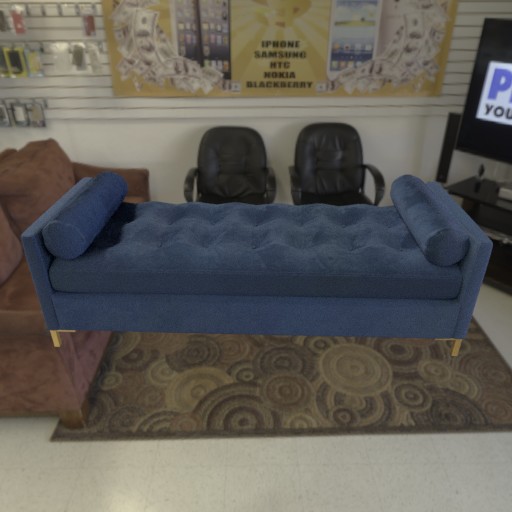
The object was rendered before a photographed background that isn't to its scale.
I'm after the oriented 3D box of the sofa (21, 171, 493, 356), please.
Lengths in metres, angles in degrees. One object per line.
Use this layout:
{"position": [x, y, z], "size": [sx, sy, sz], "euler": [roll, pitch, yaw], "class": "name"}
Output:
{"position": [0.000, 0.000, 2.408], "size": [2.102, 0.705, 0.796], "euler": [1, 30, 2], "class": "sofa"}
